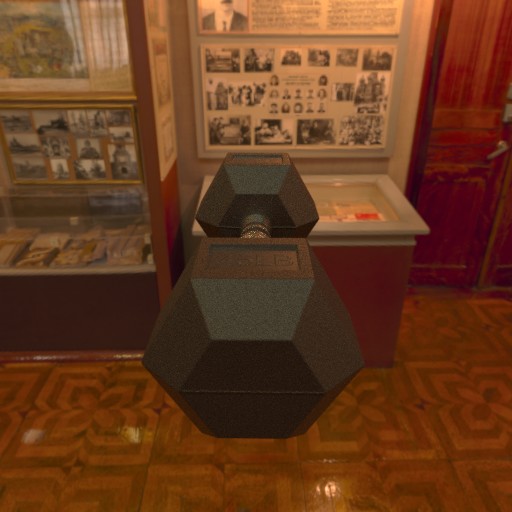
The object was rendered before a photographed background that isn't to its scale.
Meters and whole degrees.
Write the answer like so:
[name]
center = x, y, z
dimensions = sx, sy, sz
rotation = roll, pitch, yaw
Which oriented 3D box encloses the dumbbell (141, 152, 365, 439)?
[dumbbell]
center = 0.000, 0.000, 0.416
dimensions = 0.141, 0.123, 0.356
rotation = 0, 26, 1
